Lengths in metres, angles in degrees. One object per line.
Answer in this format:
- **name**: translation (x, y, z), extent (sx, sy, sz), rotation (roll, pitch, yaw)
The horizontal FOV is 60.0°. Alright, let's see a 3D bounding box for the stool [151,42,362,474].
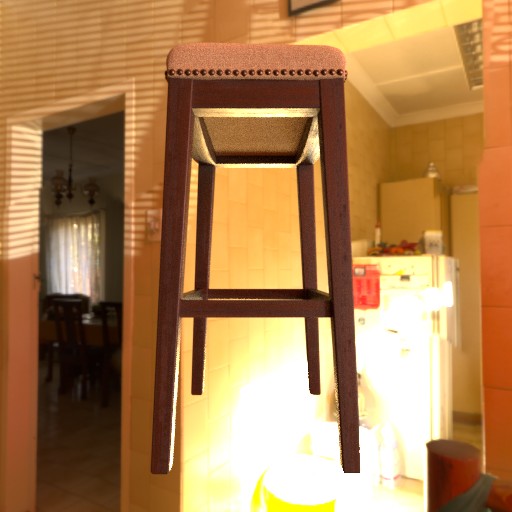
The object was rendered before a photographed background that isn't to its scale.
- **stool**: translation (0.000, 0.000, 1.026), extent (0.363, 0.768, 0.509), rotation (0, -2, 0)
